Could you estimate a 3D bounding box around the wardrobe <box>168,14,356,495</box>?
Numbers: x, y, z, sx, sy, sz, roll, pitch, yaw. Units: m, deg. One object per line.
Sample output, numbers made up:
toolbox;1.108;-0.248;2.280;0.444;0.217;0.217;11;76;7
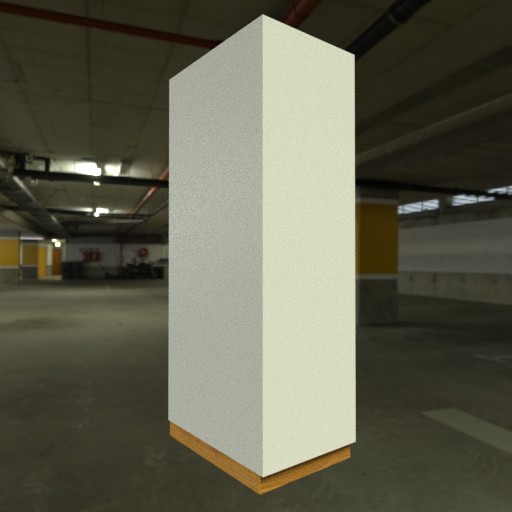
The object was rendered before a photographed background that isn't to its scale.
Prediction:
wardrobe;0.000;0.000;2.394;0.600;2.040;0.860;1;-1;-38
